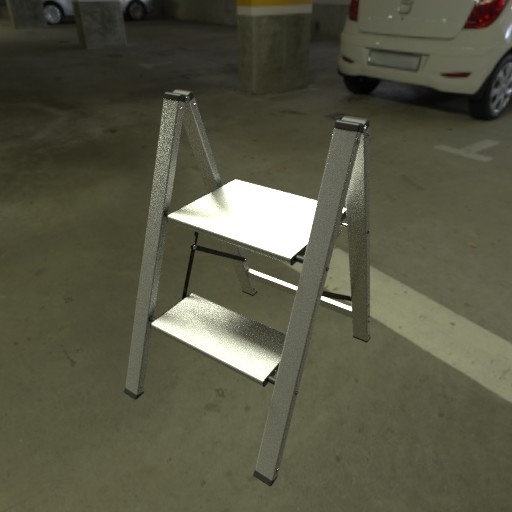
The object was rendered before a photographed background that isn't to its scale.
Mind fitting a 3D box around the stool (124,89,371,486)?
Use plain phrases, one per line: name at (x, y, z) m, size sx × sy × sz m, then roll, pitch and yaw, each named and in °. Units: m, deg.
stool at (0.000, 0.000, 1.008) m, size 0.440 × 0.670 × 0.535 m, roll 20°, pitch 37°, yaw 28°
